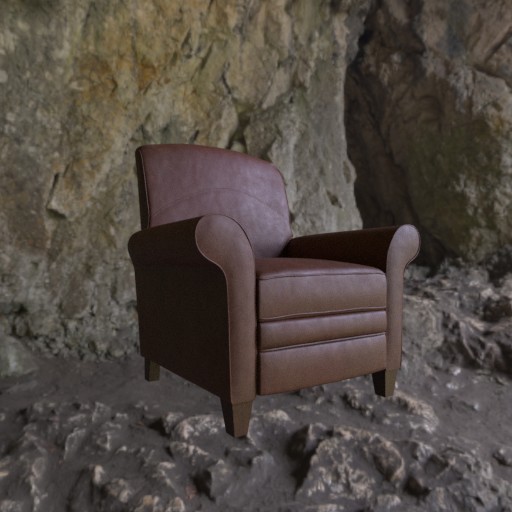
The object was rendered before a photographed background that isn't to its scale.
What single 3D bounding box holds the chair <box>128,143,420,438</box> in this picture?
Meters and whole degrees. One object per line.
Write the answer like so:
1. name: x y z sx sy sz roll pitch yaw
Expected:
1. chair: 0.000 0.000 1.829 0.978 1.061 0.902 0 0 -34
